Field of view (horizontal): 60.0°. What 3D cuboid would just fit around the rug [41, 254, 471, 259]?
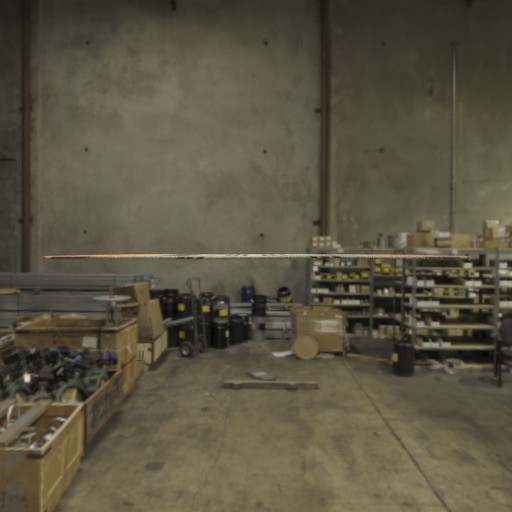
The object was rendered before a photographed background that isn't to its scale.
[{"bbox_3d":[0.000,0.000,3.104,2.446,0.017,1.530,0,1,0],"label":"rug"}]
